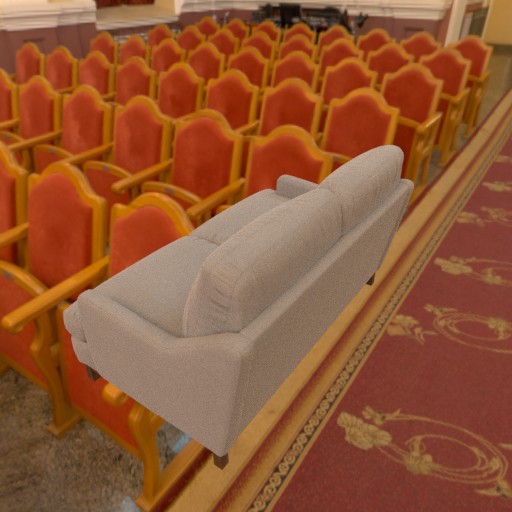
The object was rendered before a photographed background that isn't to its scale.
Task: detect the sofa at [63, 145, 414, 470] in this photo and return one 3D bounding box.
[{"bbox_3d":[0.000,0.000,2.182,0.987,0.921,1.589,20,38,29],"label":"sofa"}]
